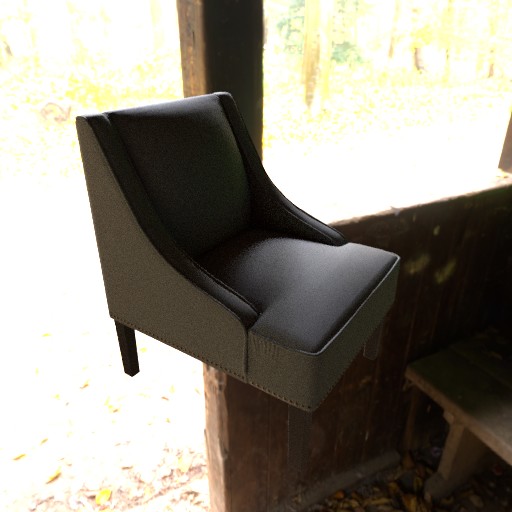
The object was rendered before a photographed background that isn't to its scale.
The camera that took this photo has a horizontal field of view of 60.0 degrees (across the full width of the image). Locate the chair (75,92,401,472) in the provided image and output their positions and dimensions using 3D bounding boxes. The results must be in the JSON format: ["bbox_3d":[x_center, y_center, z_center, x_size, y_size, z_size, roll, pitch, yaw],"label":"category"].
[{"bbox_3d":[0.000,0.000,1.379,0.747,0.867,0.631,17,31,30],"label":"chair"}]
